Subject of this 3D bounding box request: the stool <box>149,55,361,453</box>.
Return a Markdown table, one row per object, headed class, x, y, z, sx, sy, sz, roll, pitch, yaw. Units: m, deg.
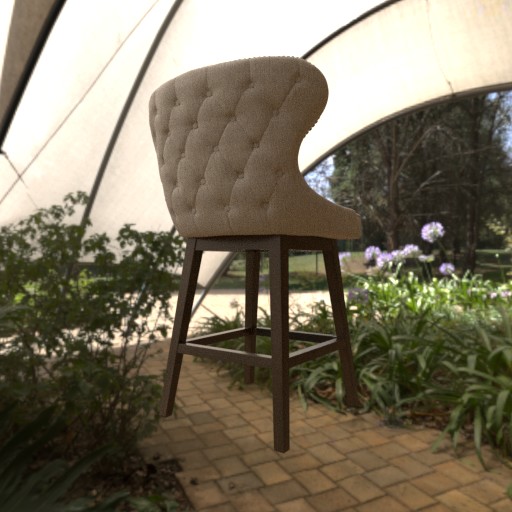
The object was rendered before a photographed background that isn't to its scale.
| class | x | y | z | sx | sy | sz | roll | pitch | yaw |
| --- | --- | --- | --- | --- | --- | --- | --- | --- | --- |
| stool | 0.000 | 0.000 | 1.376 | 0.615 | 0.972 | 0.597 | 0 | 0 | 36 |
